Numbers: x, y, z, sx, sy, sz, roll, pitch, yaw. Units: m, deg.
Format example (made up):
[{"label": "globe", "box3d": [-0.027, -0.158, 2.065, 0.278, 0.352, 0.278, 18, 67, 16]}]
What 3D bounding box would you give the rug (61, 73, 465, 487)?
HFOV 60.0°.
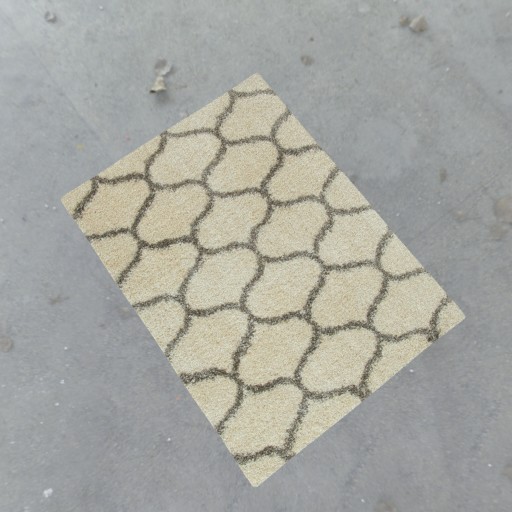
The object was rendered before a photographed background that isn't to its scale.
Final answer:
[{"label": "rug", "box3d": [0.000, 0.000, 2.092, 1.200, 0.025, 1.600, -36, 78, -9]}]
